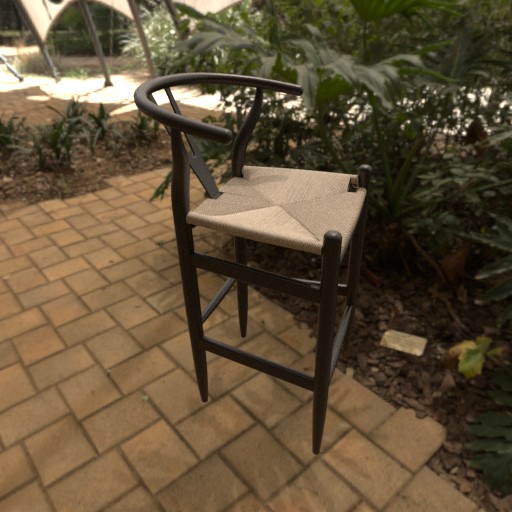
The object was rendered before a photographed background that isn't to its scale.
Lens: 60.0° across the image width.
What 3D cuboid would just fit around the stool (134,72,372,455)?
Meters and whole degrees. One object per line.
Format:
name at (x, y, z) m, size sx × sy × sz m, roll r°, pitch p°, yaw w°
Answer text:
stool at (0.000, 0.000, 1.324) m, size 0.579 × 0.970 × 0.569 m, roll 11°, pitch 32°, yaw 18°
